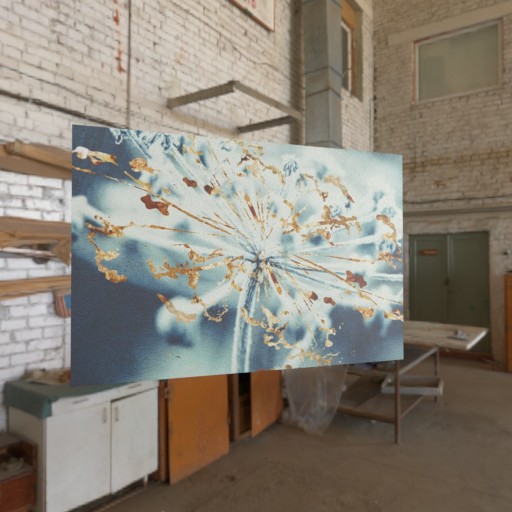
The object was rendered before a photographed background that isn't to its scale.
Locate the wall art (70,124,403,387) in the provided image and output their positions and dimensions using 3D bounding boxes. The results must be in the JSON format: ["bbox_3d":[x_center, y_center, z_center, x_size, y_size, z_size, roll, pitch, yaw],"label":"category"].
[{"bbox_3d":[0.000,0.000,1.479,1.138,0.759,0.035,0,-1,-19],"label":"wall art"}]
